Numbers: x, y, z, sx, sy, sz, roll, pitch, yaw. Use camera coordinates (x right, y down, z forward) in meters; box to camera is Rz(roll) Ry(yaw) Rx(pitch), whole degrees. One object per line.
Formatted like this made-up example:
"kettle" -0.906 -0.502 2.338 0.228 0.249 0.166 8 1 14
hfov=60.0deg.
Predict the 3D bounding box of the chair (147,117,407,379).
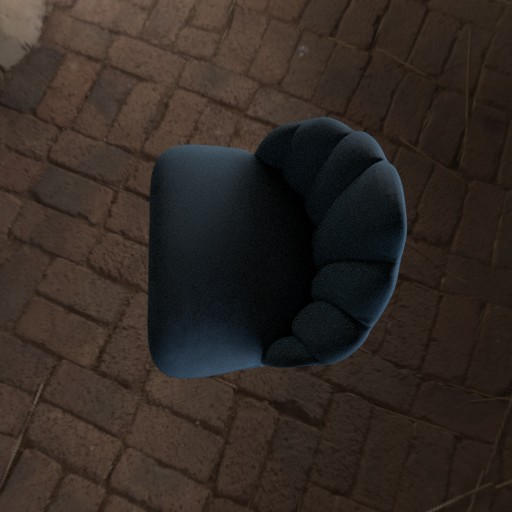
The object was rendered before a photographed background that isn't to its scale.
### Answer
"chair" 0.000 0.000 1.263 0.599 0.819 0.657 -2 77 0
